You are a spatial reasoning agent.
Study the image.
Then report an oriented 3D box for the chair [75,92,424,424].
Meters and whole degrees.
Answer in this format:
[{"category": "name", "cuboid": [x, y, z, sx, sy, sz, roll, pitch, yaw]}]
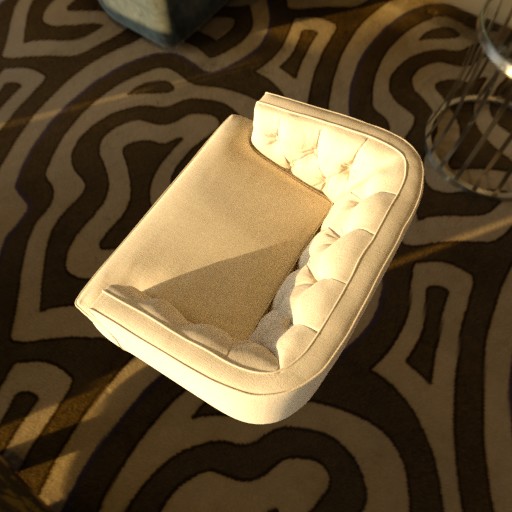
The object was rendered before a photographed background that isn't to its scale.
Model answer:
[{"category": "chair", "cuboid": [0.000, 0.000, 1.762, 0.914, 0.787, 1.118, 29, 67, 13]}]
